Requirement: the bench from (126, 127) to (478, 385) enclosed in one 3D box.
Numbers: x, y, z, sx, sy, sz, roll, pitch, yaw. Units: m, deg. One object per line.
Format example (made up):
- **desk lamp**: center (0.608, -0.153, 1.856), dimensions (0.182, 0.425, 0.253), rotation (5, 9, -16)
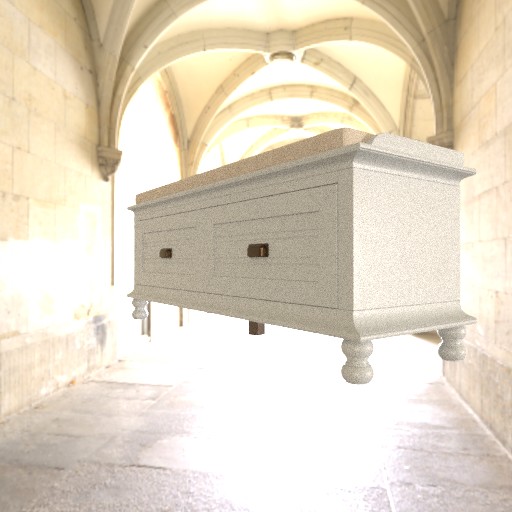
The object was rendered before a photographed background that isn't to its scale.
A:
- **bench**: center (0.000, 0.000, 1.383), dimensions (0.402, 0.486, 1.185), rotation (0, -1, -36)
